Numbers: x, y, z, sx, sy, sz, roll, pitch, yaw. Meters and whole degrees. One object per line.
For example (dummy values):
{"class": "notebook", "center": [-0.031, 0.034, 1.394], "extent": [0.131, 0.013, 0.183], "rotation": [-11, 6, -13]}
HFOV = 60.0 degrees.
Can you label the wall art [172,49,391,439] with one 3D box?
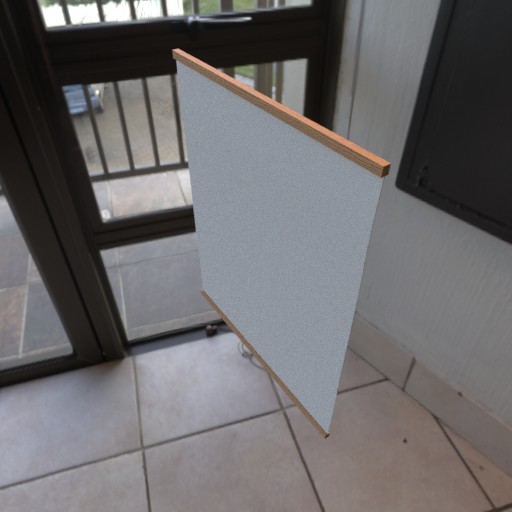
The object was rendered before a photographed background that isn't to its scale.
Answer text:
{"class": "wall art", "center": [0.000, 0.000, 0.685], "extent": [0.010, 0.507, 0.404], "rotation": [-25, 47, -26]}
